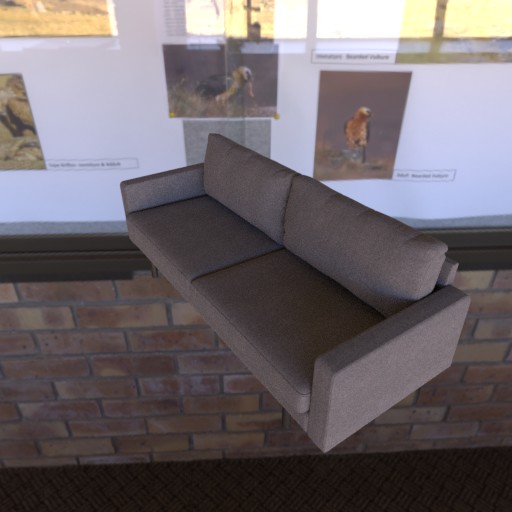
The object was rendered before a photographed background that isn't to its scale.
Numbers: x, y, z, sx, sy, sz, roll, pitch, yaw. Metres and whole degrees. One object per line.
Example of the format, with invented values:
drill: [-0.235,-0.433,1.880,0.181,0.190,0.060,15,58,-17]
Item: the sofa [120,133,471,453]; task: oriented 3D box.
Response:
sofa: [0.000,0.000,2.559,0.880,0.880,2.100,-20,38,-29]
